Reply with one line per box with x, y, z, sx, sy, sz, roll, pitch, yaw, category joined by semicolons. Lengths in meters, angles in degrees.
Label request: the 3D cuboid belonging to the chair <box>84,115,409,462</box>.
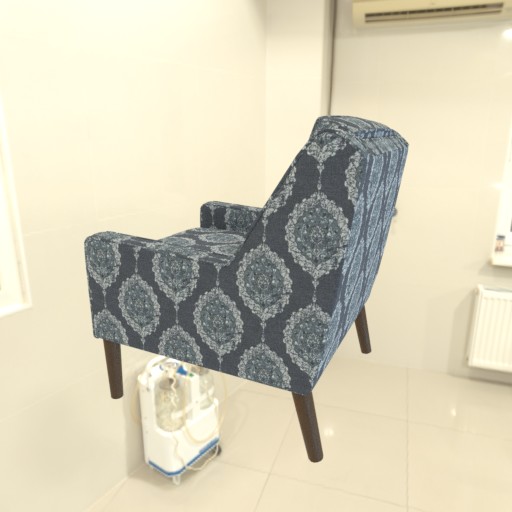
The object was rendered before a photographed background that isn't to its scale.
0.000;0.000;1.324;0.743;0.792;0.663;7;18;24;chair
